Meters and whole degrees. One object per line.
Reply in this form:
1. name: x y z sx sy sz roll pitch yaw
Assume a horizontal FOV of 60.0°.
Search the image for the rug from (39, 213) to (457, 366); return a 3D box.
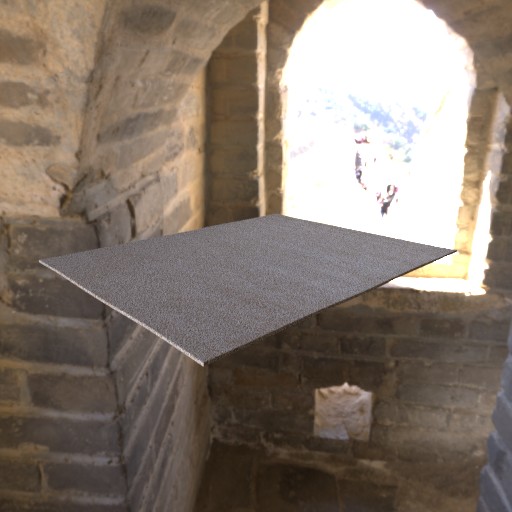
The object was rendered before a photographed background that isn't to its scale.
1. rug: 0.000 0.000 4.060 3.000 0.026 2.400 -15 23 -41
